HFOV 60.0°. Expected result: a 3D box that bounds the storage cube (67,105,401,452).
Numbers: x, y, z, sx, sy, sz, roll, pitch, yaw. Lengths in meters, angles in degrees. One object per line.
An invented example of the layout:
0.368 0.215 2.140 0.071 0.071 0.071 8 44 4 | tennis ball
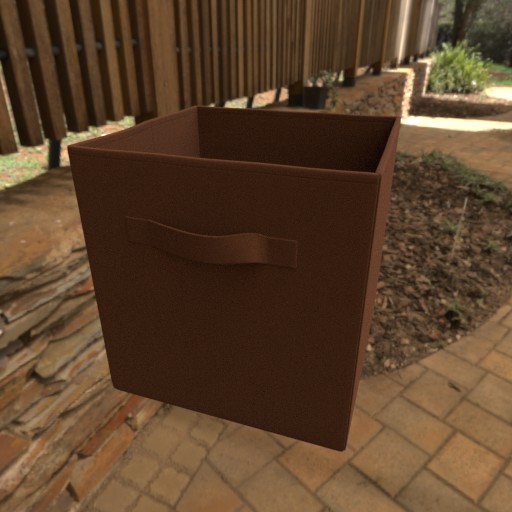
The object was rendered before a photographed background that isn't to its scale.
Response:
0.000 0.000 0.504 0.270 0.280 0.270 9 28 17 | storage cube
